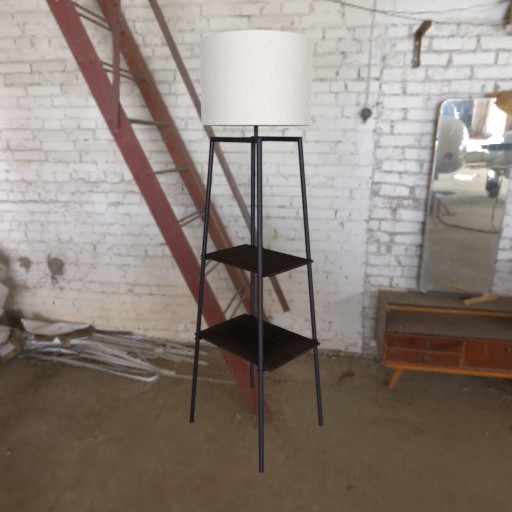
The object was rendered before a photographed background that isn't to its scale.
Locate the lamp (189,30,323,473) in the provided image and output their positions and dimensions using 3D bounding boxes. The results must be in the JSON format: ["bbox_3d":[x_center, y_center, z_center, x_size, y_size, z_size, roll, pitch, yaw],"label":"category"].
[{"bbox_3d":[0.000,0.000,1.670,0.427,1.474,0.384,15,22,42],"label":"lamp"}]
